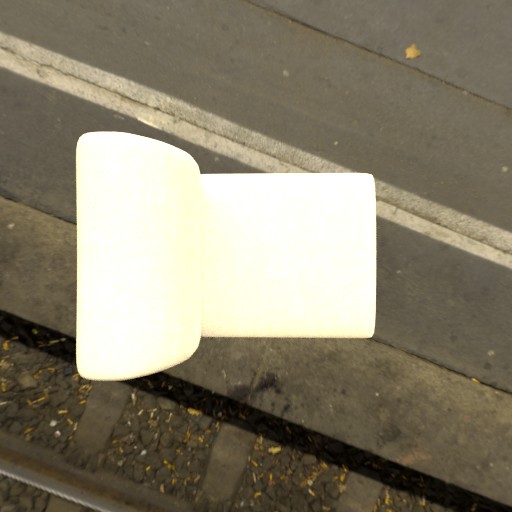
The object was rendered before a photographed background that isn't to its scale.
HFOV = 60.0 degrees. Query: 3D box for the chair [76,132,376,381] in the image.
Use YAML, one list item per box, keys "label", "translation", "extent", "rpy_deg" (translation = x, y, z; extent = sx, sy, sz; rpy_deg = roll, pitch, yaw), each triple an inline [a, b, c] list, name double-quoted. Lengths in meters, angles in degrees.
- label: "chair"
  translation: [0.000, 0.000, 1.317]
  extent: [0.754, 0.833, 0.521]
  rpy_deg: [0, 90, -1]
